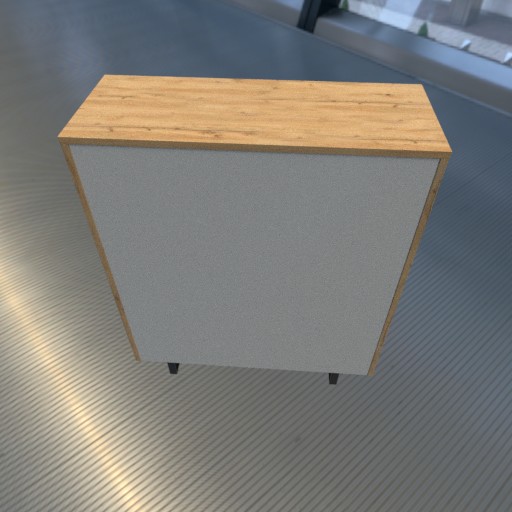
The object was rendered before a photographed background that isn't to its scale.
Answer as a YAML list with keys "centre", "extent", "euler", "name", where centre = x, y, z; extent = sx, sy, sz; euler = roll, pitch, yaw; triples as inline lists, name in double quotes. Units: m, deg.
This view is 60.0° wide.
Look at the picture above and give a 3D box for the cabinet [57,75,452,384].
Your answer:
- centre: [0.000, 0.000, 1.966]
  extent: [1.168, 1.397, 0.473]
  euler: [3, 45, 3]
  name: "cabinet"
